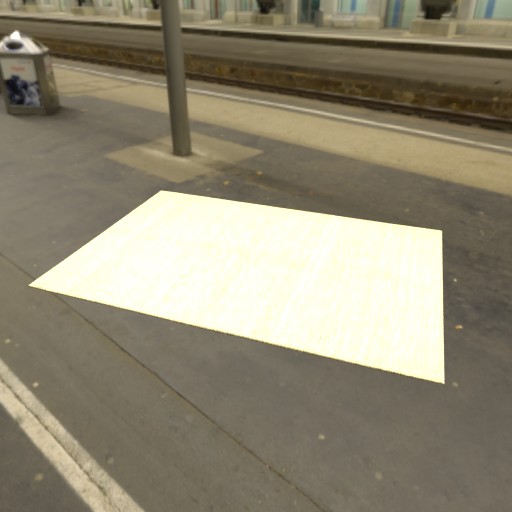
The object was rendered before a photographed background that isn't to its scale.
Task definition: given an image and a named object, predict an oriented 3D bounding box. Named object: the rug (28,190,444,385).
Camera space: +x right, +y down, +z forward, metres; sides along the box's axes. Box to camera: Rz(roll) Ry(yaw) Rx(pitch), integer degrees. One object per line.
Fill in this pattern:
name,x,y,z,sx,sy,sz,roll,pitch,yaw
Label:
rug,0.000,0.000,2.336,1.850,0.015,1.250,10,32,17
